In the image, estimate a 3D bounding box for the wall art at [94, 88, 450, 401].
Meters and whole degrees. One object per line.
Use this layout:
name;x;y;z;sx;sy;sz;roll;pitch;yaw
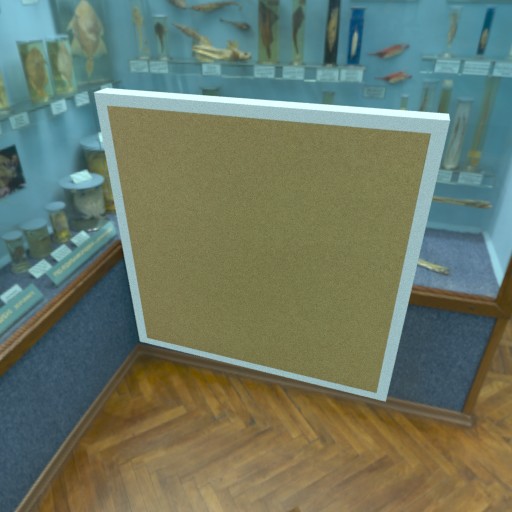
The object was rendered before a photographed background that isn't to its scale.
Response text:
wall art;0.000;0.000;0.456;0.307;0.307;0.020;10;33;15
